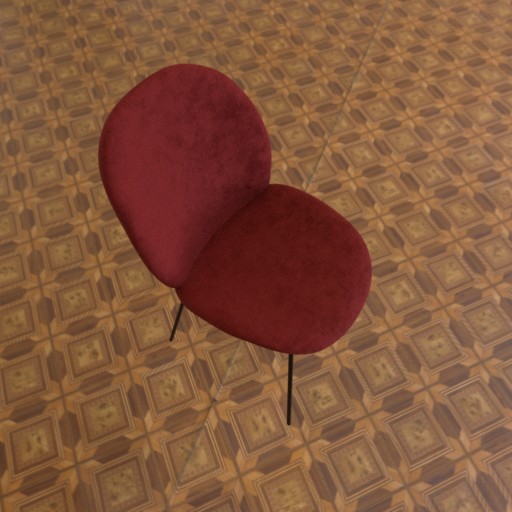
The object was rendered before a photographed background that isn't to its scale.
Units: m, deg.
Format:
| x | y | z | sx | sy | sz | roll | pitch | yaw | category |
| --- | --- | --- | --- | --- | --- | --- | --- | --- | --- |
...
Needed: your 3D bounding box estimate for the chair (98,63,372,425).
| x | y | z | sx | sy | sz | roll | pitch | yaw | category |
| --- | --- | --- | --- | --- | --- | --- | --- | --- | --- |
| 0.000 | 0.000 | 1.135 | 0.587 | 0.791 | 0.458 | 31 | 64 | 17 | chair |
